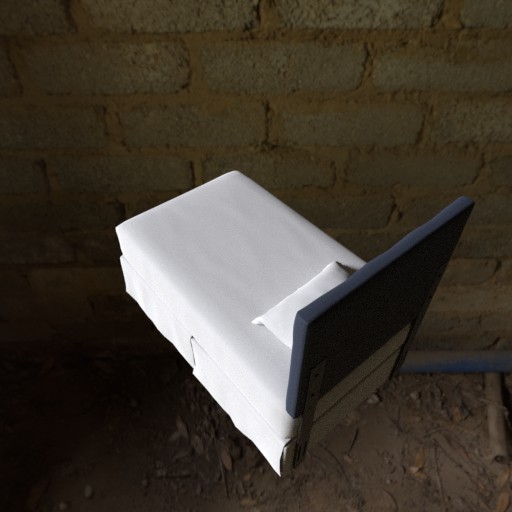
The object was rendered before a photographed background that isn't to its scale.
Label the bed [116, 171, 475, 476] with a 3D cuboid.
[{"bbox_3d":[0.000,0.000,2.959,1.261,1.571,1.997,-31,53,-26],"label":"bed"}]
